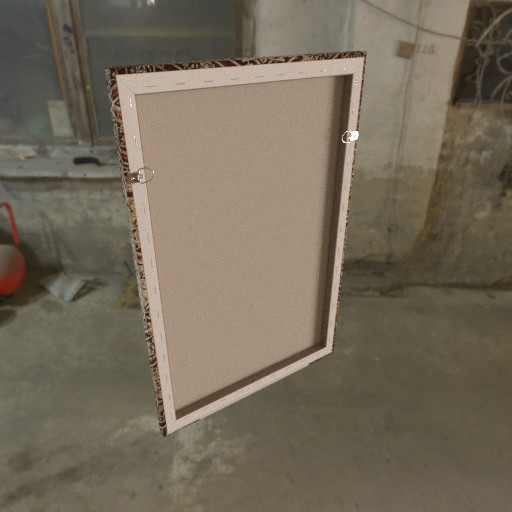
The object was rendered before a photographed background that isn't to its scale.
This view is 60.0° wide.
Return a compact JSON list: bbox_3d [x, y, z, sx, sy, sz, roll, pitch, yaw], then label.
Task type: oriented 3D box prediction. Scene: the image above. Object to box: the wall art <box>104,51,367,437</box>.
[{"bbox_3d":[0.000,0.000,1.105,0.599,0.904,0.030,-18,34,-29],"label":"wall art"}]
